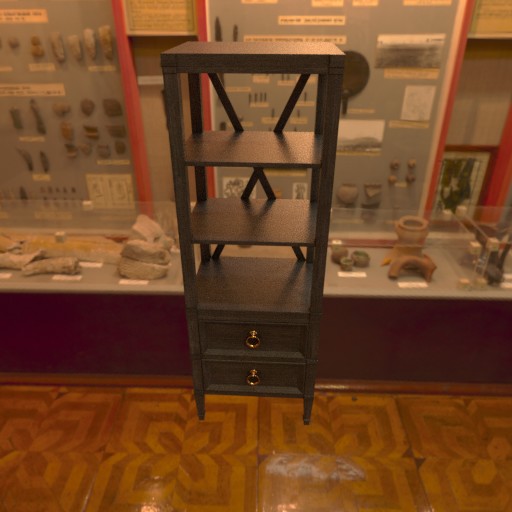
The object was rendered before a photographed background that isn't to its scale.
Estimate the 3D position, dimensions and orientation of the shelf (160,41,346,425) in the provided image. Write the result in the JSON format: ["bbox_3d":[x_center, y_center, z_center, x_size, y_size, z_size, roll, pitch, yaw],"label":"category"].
[{"bbox_3d":[0.000,0.000,2.020,0.584,1.727,0.472,2,30,3],"label":"shelf"}]
